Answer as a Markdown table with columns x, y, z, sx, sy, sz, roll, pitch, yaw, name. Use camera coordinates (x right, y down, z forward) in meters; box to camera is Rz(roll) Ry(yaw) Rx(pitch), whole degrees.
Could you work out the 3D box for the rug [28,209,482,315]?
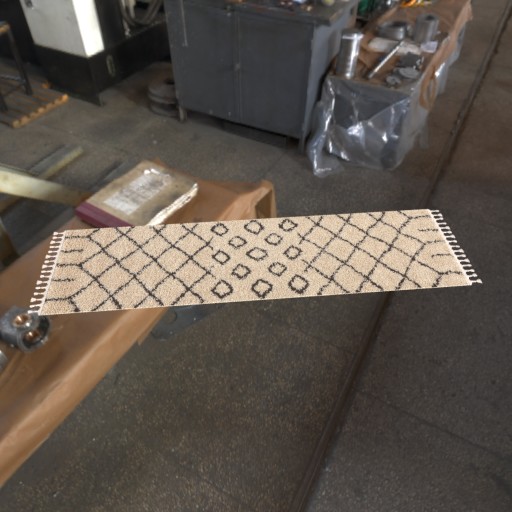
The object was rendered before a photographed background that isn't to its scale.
| x | y | z | sx | sy | sz | roll | pitch | yaw | name |
| --- | --- | --- | --- | --- | --- | --- | --- | --- | --- |
| 0.000 | 0.000 | 2.607 | 2.464 | 0.005 | 0.660 | -4 | 45 | -4 | rug |
